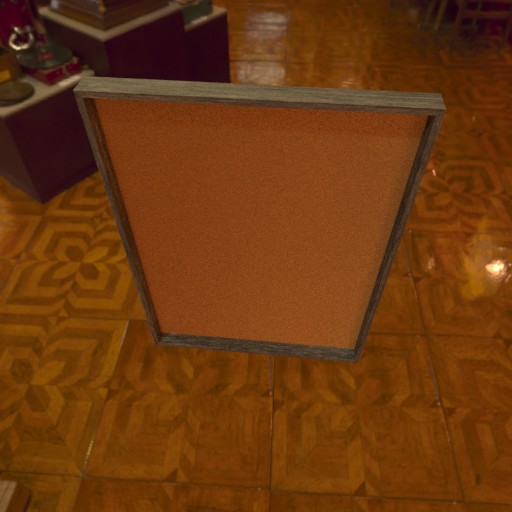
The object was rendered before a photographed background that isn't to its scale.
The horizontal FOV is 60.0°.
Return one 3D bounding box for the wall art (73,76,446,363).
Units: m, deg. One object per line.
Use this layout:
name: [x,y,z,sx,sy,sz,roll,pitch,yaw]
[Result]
wall art: [0.000,0.000,1.298,0.762,1.016,0.063,4,48,4]
